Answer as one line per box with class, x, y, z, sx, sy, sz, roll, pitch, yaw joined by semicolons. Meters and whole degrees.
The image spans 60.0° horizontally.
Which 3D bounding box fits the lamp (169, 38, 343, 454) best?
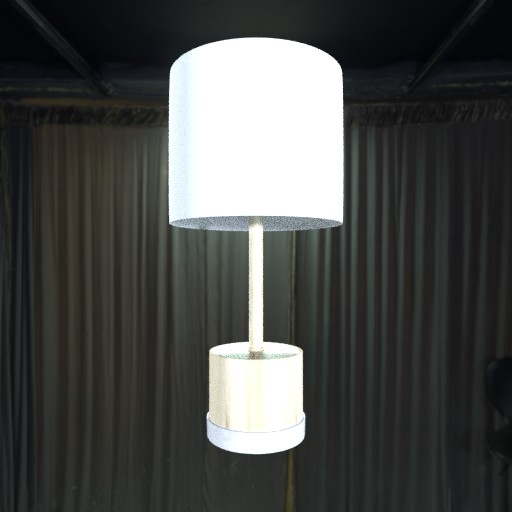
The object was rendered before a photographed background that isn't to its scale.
lamp;0.000;0.000;0.590;0.229;0.470;0.229;0;-1;-1
